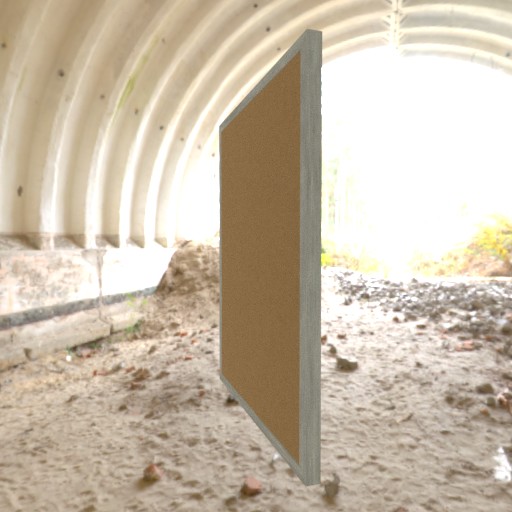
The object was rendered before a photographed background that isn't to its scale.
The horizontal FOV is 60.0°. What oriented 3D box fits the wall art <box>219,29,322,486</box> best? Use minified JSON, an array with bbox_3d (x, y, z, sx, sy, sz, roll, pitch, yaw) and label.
[{"bbox_3d":[0.000,0.000,0.794,0.022,0.582,0.479,0,2,-18],"label":"wall art"}]
